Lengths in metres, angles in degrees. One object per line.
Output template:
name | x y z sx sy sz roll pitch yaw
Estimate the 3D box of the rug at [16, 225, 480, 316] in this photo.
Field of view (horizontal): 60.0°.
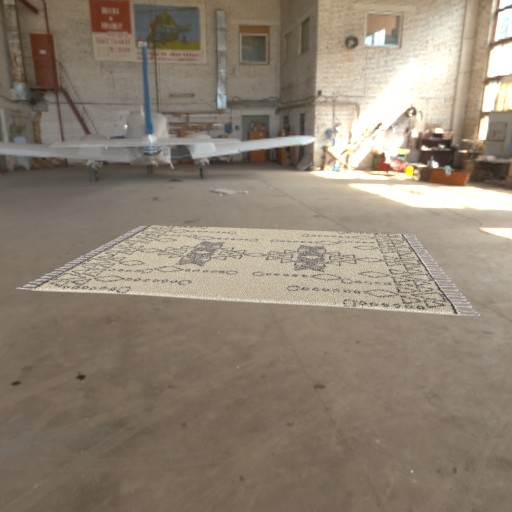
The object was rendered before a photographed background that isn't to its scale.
rug | 0.000 0.000 3.831 3.027 0.028 2.125 2 16 8
